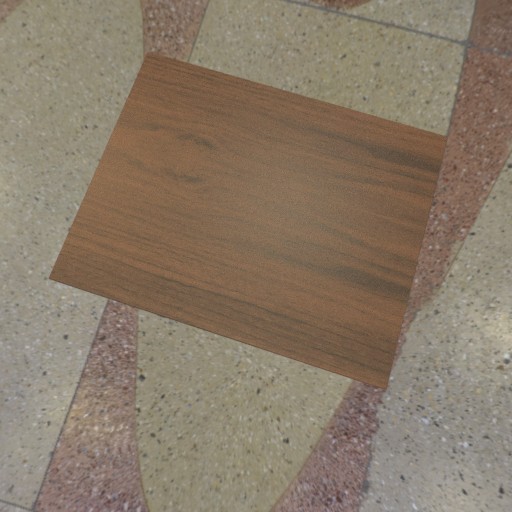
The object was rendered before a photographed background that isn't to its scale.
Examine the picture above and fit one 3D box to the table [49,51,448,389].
[{"bbox_3d":[0.000,0.000,0.946,0.480,0.636,0.381,17,77,4],"label":"table"}]
